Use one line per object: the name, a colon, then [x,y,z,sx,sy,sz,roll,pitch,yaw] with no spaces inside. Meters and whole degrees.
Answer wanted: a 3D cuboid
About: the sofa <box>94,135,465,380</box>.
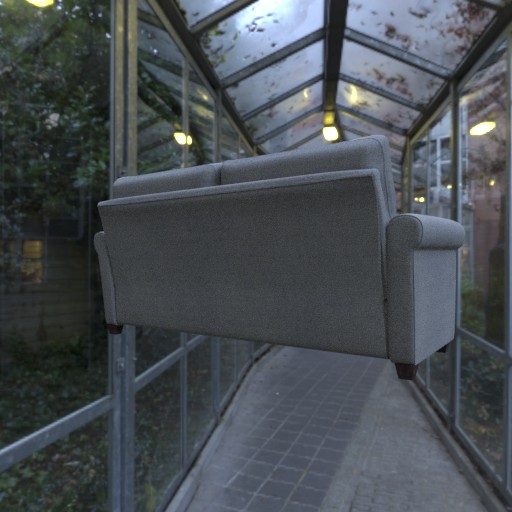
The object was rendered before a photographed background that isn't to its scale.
sofa: [0.000,0.000,2.394,1.935,0.942,0.842,0,-1,35]
